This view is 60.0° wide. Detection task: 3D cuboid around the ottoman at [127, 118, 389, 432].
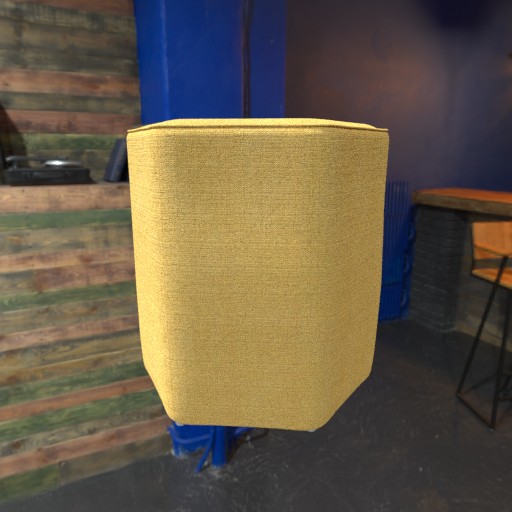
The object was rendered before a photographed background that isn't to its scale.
[{"bbox_3d":[0.000,0.000,0.882,0.443,0.502,0.494,-6,15,-24],"label":"ottoman"}]
